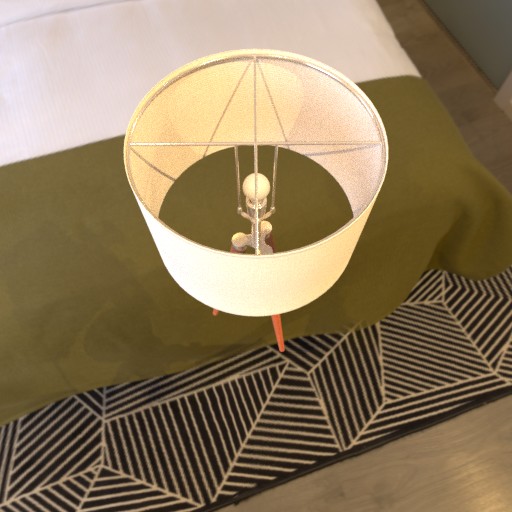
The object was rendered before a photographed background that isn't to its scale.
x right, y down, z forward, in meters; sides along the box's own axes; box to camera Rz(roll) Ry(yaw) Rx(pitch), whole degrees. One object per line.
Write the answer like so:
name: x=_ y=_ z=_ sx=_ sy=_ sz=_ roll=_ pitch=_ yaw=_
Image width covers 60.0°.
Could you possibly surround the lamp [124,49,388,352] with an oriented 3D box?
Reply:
lamp: x=0.000 y=0.000 z=0.915 sx=0.355 sy=0.709 sz=0.354 roll=37 pitch=69 yaw=17
